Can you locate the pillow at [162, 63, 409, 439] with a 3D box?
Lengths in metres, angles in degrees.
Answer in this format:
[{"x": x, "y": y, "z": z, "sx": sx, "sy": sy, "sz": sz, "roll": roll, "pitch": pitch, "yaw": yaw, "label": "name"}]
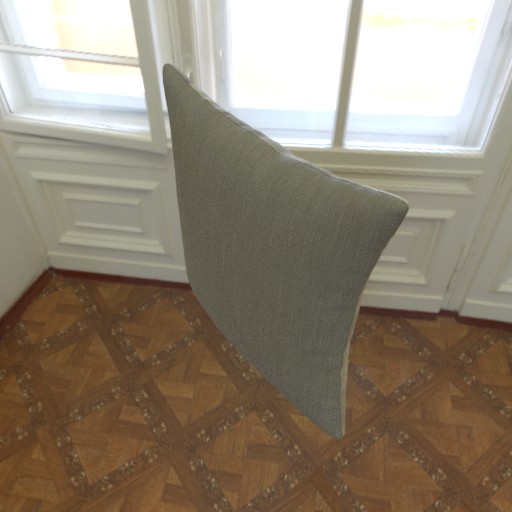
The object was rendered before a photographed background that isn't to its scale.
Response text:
[{"x": 0.000, "y": 0.000, "z": 0.765, "sx": 0.161, "sy": 0.509, "sz": 0.511, "roll": -27, "pitch": 49, "yaw": -26, "label": "pillow"}]
